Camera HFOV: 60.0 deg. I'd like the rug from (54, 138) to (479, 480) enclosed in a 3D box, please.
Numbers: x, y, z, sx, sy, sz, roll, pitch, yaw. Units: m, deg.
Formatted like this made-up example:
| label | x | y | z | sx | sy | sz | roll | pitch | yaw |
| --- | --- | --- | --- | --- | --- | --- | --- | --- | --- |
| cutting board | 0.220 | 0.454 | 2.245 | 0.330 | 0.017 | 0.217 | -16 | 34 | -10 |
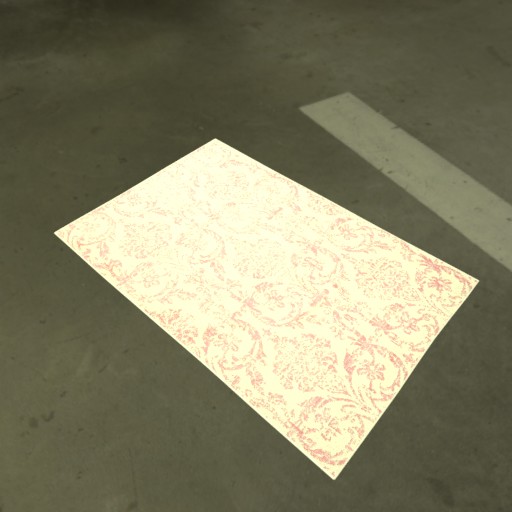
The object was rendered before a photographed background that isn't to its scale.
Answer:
| label | x | y | z | sx | sy | sz | roll | pitch | yaw |
| --- | --- | --- | --- | --- | --- | --- | --- | --- | --- |
| rug | 0.000 | 0.000 | 3.395 | 2.746 | 0.018 | 1.819 | 34 | 56 | 27 |
